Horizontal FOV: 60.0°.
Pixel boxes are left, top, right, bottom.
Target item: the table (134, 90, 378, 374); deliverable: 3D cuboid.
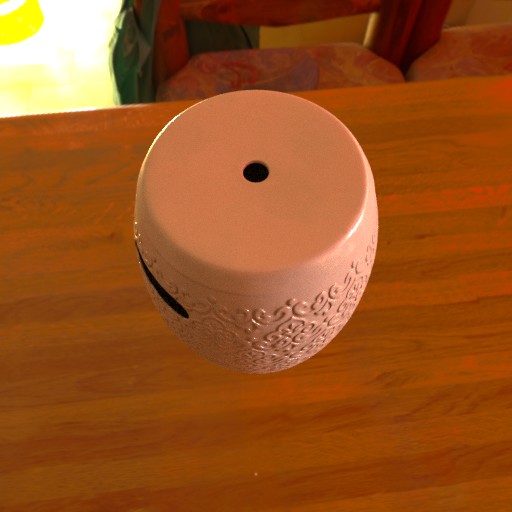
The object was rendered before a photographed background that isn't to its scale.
[{"bbox_3d":[0.000,0.000,0.628,0.309,0.397,0.309,0,64,0],"label":"table"}]
